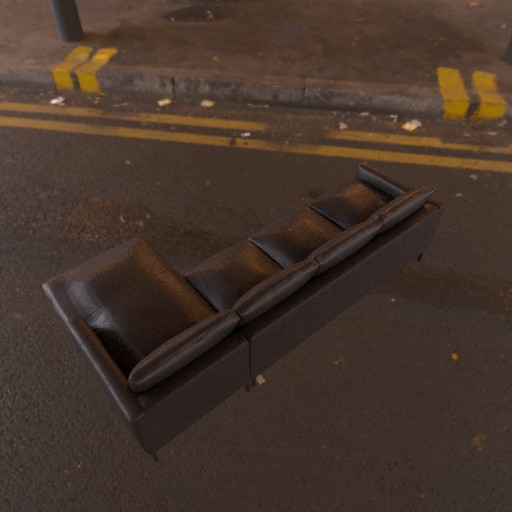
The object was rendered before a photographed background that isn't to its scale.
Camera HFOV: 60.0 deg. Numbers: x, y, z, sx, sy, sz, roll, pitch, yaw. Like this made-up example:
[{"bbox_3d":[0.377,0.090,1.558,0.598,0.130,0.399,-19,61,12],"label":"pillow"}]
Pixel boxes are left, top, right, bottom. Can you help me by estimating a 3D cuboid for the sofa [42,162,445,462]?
[{"bbox_3d":[0.000,0.000,3.614,2.993,0.859,1.471,-30,52,-27],"label":"sofa"}]
